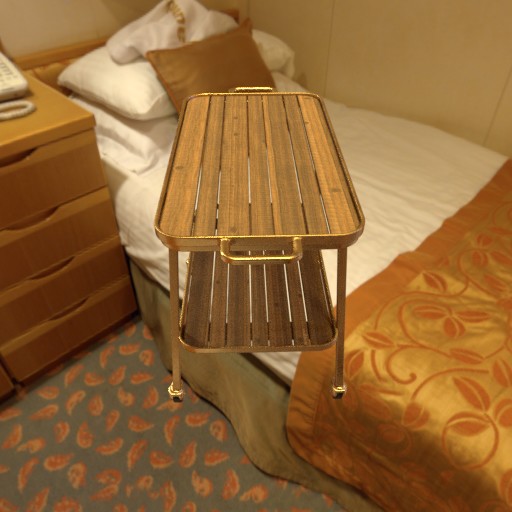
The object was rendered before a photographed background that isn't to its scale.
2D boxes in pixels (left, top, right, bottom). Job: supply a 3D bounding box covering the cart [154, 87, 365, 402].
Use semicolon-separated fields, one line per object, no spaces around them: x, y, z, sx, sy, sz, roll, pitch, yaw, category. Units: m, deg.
0.000;0.000;1.303;0.524;0.700;0.806;-1;41;-1;cart
